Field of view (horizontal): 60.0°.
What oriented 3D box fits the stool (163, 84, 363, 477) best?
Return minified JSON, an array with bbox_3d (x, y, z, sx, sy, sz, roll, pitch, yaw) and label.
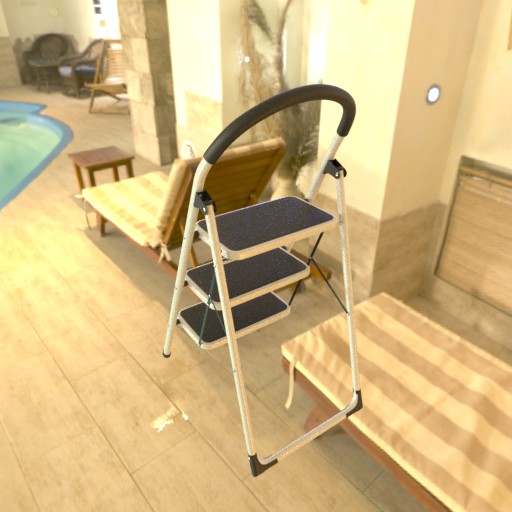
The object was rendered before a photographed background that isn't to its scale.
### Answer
[{"bbox_3d":[0.000,0.000,1.440,0.485,1.109,0.676,-19,35,-30],"label":"stool"}]
